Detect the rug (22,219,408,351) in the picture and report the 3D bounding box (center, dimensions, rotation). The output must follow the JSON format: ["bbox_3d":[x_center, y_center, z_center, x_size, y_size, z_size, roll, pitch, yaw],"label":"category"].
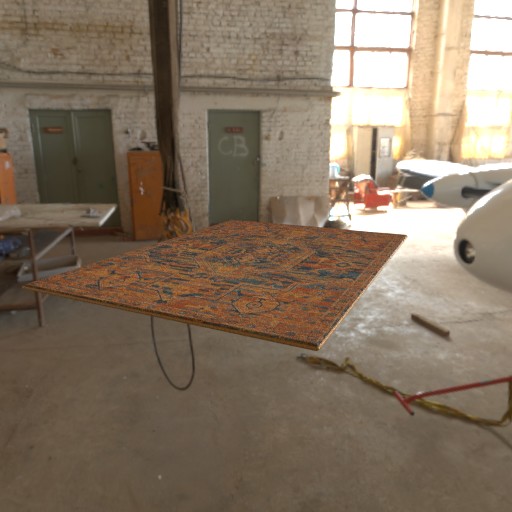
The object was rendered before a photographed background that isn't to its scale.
[{"bbox_3d":[0.000,0.000,2.880,1.588,0.024,2.204,7,16,25],"label":"rug"}]
